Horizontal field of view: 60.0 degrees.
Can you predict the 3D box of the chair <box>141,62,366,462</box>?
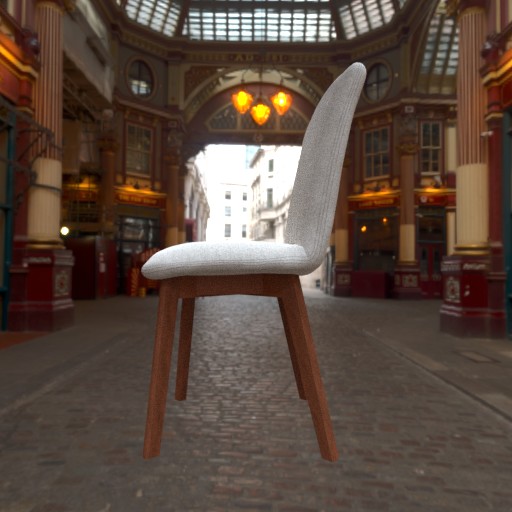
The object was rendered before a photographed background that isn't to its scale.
[{"bbox_3d":[0.000,0.000,1.299,0.563,0.974,0.522,0,-1,-1],"label":"chair"}]
